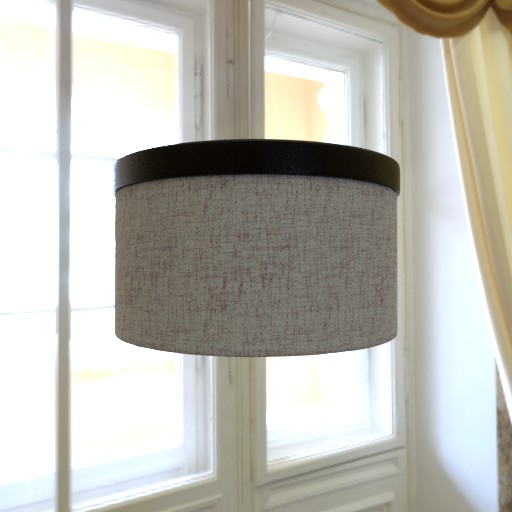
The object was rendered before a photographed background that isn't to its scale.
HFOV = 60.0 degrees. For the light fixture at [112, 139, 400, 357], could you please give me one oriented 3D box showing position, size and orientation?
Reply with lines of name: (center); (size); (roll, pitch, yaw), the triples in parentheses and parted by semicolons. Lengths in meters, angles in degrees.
light fixture: (0.000, 0.000, 0.628); (0.389, 0.229, 0.389); (0, 0, 0)
